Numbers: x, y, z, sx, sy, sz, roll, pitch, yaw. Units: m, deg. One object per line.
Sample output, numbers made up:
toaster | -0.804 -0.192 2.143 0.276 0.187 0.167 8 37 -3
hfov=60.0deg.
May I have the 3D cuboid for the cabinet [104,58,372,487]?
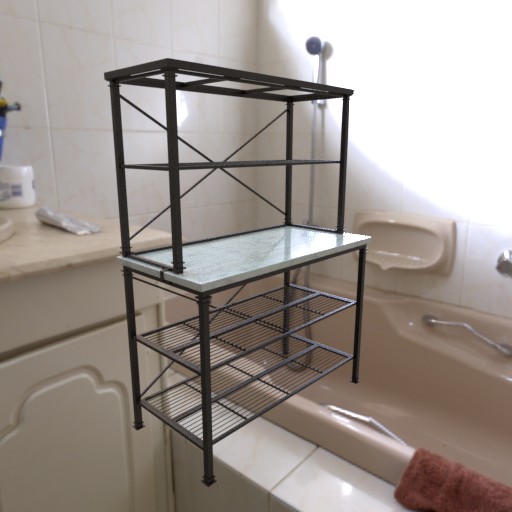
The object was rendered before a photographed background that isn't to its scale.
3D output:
cabinet | 0.000 0.000 2.233 0.610 1.659 1.210 13 19 42
